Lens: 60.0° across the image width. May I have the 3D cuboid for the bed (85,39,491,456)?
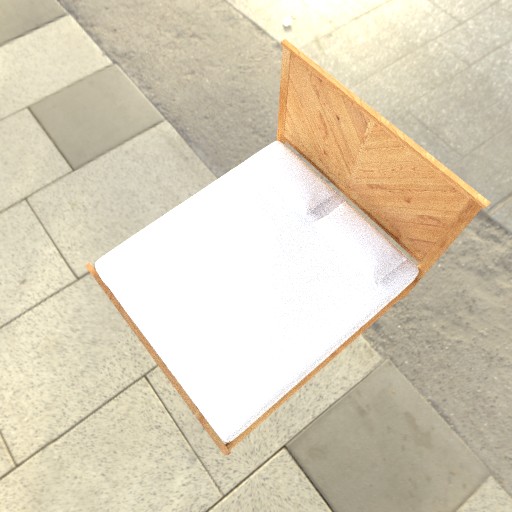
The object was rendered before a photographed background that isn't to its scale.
[{"bbox_3d":[0.000,0.000,3.541,2.201,1.686,1.936,-37,70,-16],"label":"bed"}]
